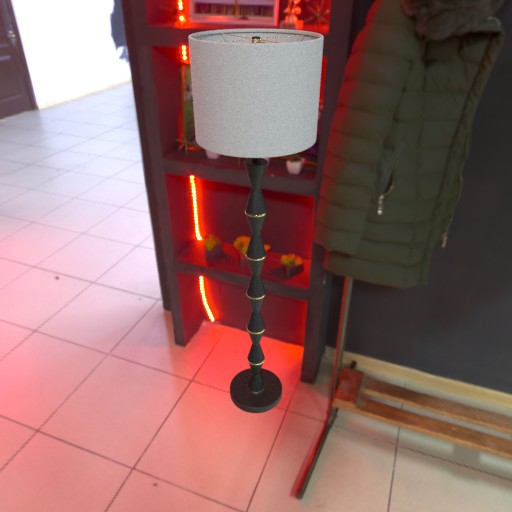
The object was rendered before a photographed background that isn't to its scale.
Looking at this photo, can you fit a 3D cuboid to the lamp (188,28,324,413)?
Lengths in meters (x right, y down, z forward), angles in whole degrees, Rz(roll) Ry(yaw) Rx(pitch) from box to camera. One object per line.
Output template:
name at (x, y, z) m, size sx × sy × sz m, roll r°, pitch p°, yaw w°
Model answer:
lamp at (0.000, 0.000, 1.651) m, size 0.381 × 1.480 × 0.381 m, roll -21°, pitch 38°, yaw -30°
